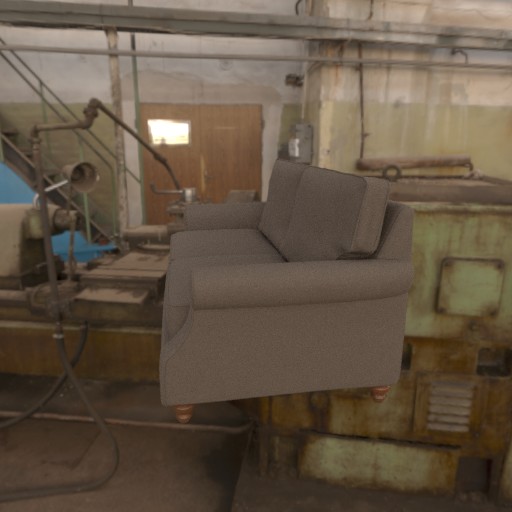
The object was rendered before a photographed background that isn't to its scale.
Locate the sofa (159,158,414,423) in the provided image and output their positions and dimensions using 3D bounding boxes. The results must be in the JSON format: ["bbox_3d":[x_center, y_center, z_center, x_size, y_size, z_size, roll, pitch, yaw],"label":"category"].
[{"bbox_3d":[0.000,0.000,2.322,0.964,0.937,1.665,-3,15,-9],"label":"sofa"}]
